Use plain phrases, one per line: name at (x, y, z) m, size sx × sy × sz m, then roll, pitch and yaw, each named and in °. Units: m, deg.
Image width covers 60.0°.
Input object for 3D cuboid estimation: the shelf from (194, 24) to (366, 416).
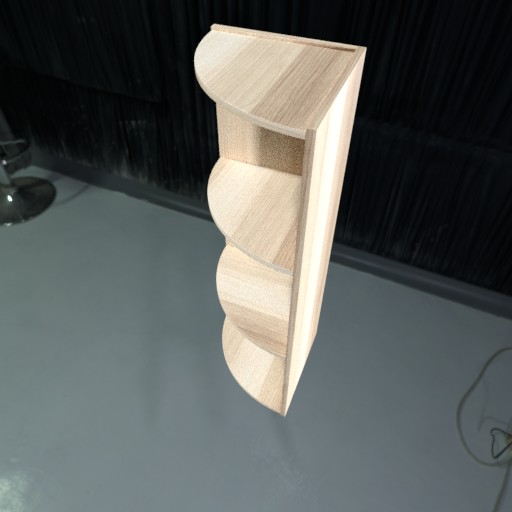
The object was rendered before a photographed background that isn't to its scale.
shelf at (0.000, 0.000, 1.021) m, size 0.290 × 0.872 × 0.290 m, roll 17°, pitch 49°, yaw 15°
